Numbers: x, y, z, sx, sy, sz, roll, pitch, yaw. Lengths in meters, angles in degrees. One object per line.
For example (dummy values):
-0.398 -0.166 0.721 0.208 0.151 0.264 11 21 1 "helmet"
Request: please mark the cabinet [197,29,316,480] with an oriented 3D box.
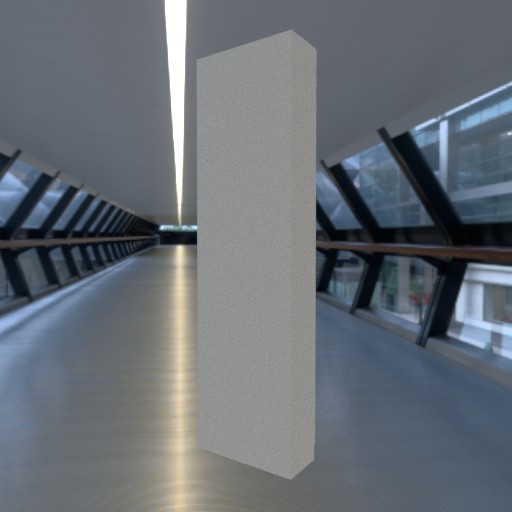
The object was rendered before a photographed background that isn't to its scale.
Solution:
0.000 0.000 1.999 0.500 1.790 0.230 1 2 35 "cabinet"
